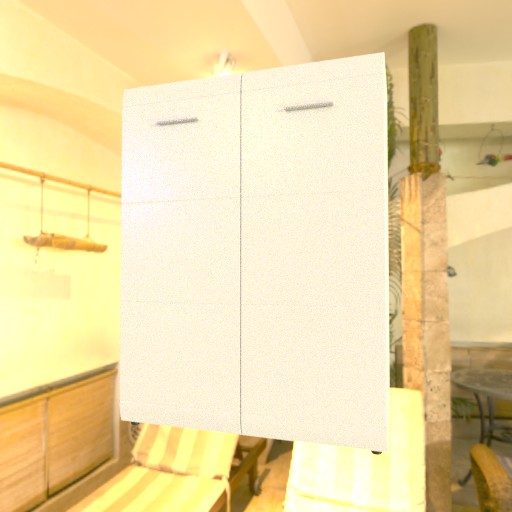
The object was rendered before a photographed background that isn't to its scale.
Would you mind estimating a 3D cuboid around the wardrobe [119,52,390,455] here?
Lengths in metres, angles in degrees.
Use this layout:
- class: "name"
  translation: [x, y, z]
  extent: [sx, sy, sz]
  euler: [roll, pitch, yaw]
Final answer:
- class: "wardrobe"
  translation: [0.000, 0.000, 1.584]
  extent: [0.900, 1.200, 0.360]
  euler: [-1, -2, 18]
